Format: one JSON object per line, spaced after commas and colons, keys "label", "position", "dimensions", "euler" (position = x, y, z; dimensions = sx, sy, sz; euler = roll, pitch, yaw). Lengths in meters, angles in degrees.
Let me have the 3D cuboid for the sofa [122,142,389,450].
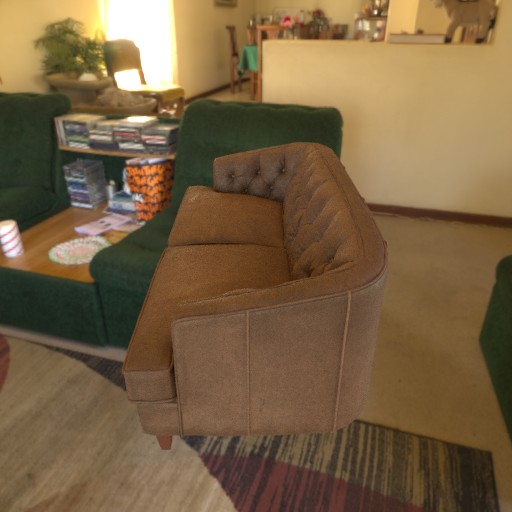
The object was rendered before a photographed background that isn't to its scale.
{"label": "sofa", "position": [0.000, 0.000, 2.203], "dimensions": [0.917, 0.799, 1.767], "euler": [0, 28, 0]}
